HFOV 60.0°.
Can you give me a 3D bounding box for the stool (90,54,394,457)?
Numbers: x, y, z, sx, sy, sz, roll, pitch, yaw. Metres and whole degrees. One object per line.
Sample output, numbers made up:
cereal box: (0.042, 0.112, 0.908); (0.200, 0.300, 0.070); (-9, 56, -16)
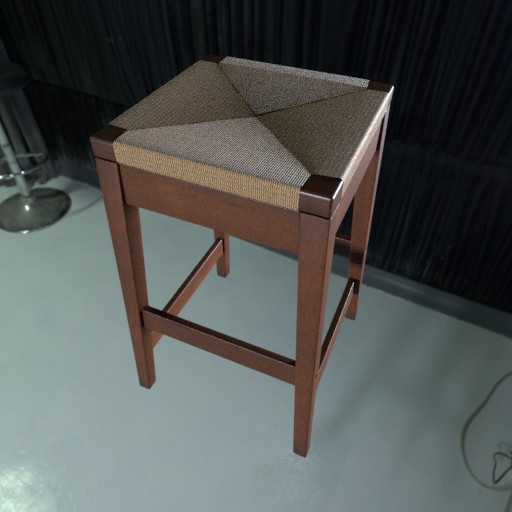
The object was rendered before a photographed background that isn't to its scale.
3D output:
stool: (0.000, 0.000, 1.085); (0.497, 0.762, 0.507); (17, 46, 17)
